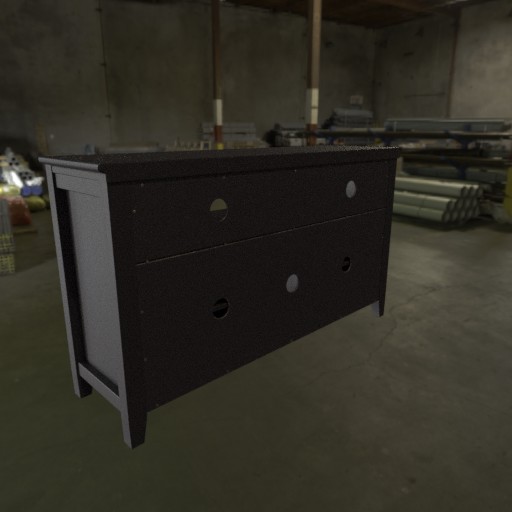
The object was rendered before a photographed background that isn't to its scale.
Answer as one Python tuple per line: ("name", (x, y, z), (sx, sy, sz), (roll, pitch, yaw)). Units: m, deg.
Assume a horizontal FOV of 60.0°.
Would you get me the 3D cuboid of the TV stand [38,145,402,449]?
("TV stand", (0.000, 0.000, 1.477), (1.198, 0.681, 0.347), (-15, 22, -42))
